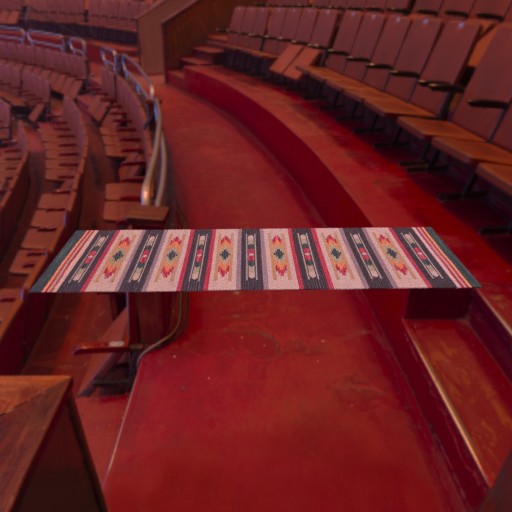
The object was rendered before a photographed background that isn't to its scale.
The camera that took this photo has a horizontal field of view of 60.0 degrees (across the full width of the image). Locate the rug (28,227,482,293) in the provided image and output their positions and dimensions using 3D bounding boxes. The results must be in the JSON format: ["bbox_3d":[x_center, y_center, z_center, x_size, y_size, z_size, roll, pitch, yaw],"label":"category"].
[{"bbox_3d":[0.000,0.000,2.710,2.440,0.009,0.760,-1,29,-1],"label":"rug"}]
